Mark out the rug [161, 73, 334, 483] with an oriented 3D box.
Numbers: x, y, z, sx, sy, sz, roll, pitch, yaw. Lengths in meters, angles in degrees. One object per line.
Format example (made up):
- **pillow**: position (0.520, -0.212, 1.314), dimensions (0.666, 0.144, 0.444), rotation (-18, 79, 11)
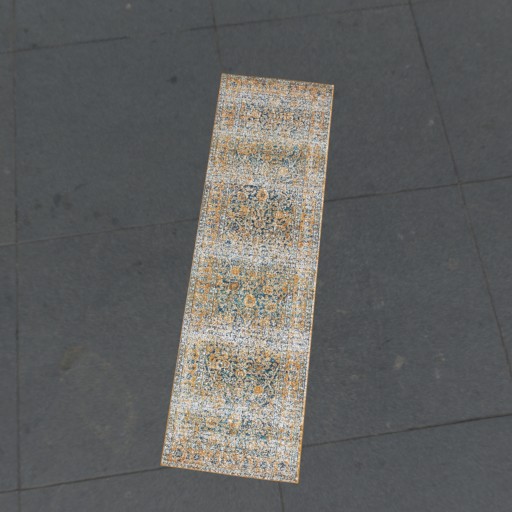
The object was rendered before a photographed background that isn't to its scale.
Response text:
- **rug**: position (0.000, 0.000, 2.507), dimensions (0.704, 0.014, 2.294), rotation (7, 77, 2)
